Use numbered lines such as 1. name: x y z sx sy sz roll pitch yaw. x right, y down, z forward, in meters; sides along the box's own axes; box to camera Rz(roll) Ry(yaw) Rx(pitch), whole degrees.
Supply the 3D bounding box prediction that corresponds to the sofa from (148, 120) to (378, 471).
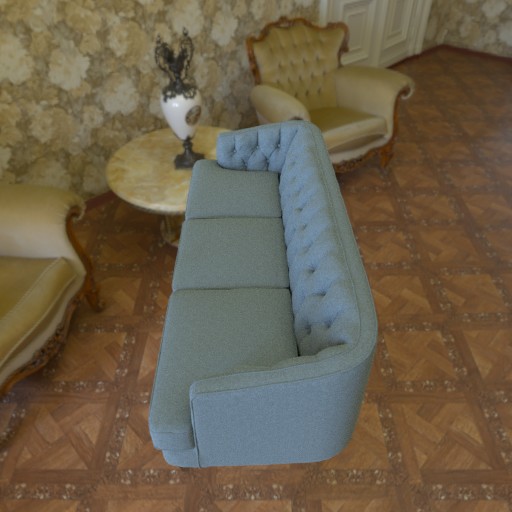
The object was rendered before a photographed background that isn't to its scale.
1. sofa: 0.000 0.000 2.645 0.941 0.855 2.278 -1 40 -1
